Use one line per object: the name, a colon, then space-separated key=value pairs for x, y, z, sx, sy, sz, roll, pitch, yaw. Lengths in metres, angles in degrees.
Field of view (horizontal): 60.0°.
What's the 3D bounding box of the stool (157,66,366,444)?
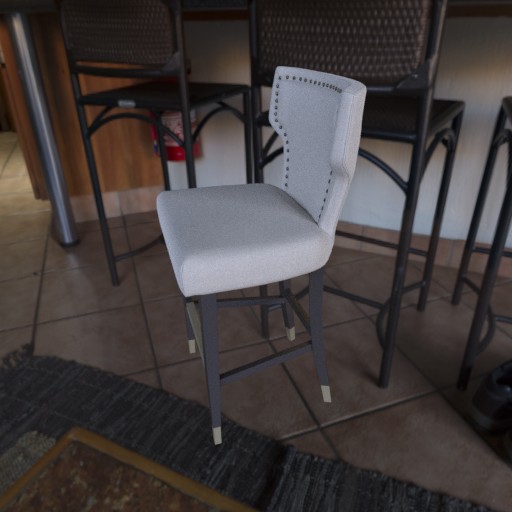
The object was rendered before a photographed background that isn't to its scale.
stool: x=0.000 y=0.000 z=1.448 sx=0.563 sy=1.092 sz=0.526 roll=-9 pitch=30 yaw=-15
